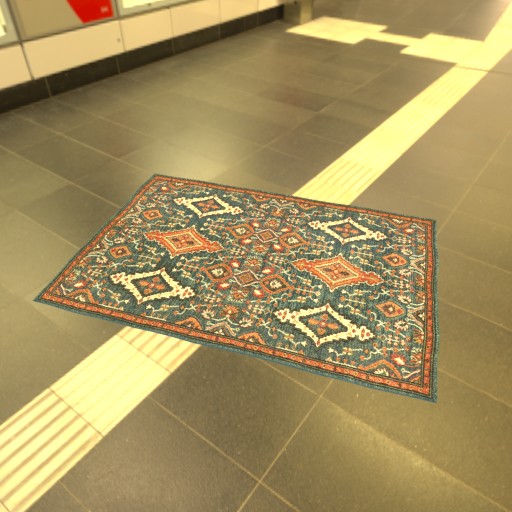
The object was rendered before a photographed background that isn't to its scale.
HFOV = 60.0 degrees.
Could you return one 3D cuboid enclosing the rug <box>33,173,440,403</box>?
[{"bbox_3d":[0.000,0.000,3.010,2.373,0.009,1.622,11,41,13],"label":"rug"}]
